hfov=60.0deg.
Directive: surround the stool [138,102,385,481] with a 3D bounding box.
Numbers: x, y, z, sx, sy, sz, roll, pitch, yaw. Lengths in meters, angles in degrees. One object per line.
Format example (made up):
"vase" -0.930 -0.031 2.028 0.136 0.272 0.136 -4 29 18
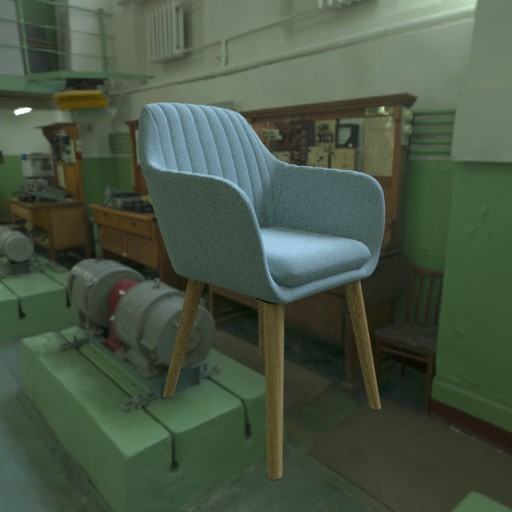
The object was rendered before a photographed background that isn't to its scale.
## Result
"stool" 0.000 0.000 1.211 0.503 0.830 0.590 -12 17 -41
